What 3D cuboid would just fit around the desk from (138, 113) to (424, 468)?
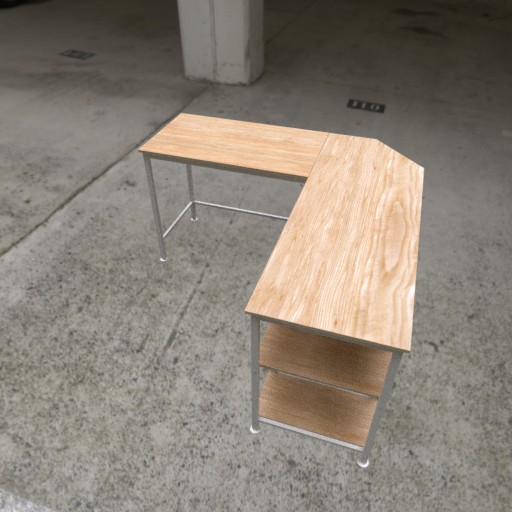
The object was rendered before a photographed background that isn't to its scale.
[{"bbox_3d":[0.000,0.000,2.167,1.379,0.739,1.379,12,41,14],"label":"desk"}]
